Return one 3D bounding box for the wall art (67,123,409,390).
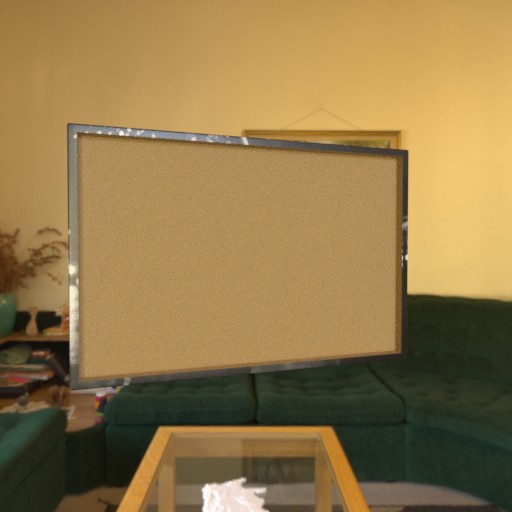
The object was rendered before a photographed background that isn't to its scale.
[{"bbox_3d":[0.000,0.000,0.782,0.609,0.406,0.037,0,1,-18],"label":"wall art"}]
